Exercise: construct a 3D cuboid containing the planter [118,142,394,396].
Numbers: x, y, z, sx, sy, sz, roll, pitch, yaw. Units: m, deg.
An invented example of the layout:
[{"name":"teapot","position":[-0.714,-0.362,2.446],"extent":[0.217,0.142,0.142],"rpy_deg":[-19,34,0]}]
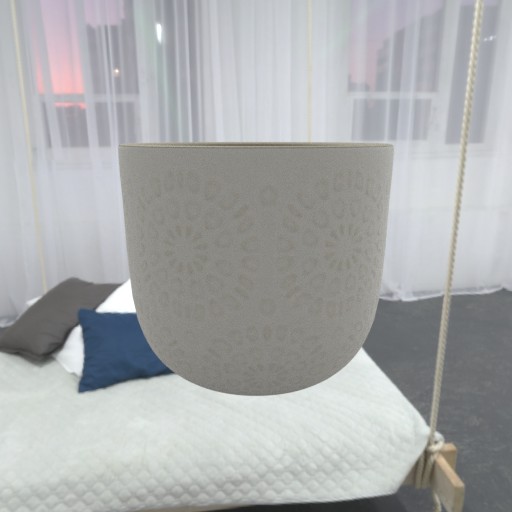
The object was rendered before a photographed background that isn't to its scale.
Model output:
[{"name":"planter","position":[0.000,0.000,0.222],"extent":[0.124,0.109,0.124],"rpy_deg":[0,15,0]}]
